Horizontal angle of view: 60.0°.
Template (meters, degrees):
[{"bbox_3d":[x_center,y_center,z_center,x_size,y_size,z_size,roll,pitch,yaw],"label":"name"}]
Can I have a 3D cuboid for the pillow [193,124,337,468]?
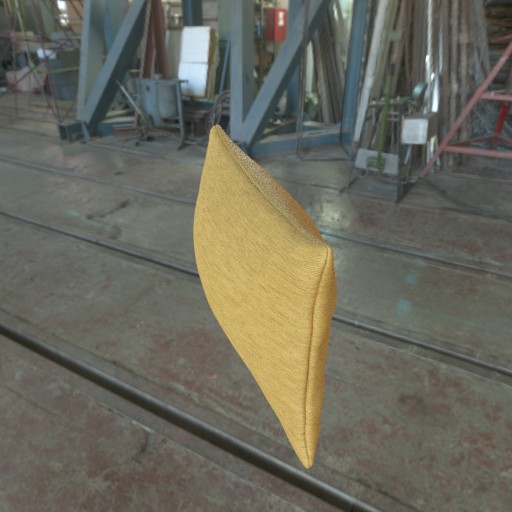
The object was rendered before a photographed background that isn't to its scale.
[{"bbox_3d":[0.000,0.000,0.813,0.210,0.354,0.634,-8,30,-14],"label":"pillow"}]
